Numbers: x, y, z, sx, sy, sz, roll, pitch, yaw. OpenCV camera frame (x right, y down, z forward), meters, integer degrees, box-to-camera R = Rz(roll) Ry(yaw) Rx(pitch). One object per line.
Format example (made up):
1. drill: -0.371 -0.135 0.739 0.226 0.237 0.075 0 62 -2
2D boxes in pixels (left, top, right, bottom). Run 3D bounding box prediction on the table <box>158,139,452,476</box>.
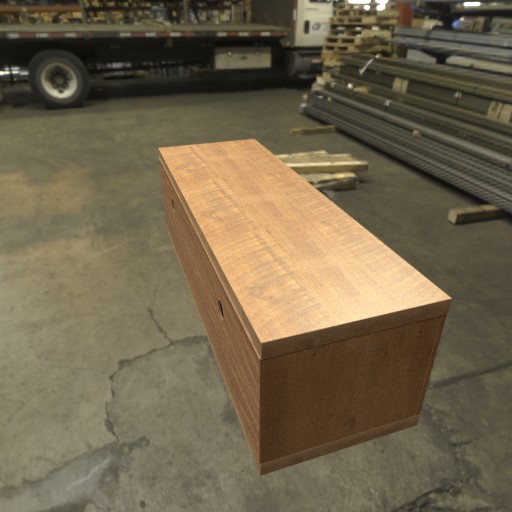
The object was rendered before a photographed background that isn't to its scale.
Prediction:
1. table: 0.000 0.000 1.750 0.499 0.491 1.499 -10 32 -16
